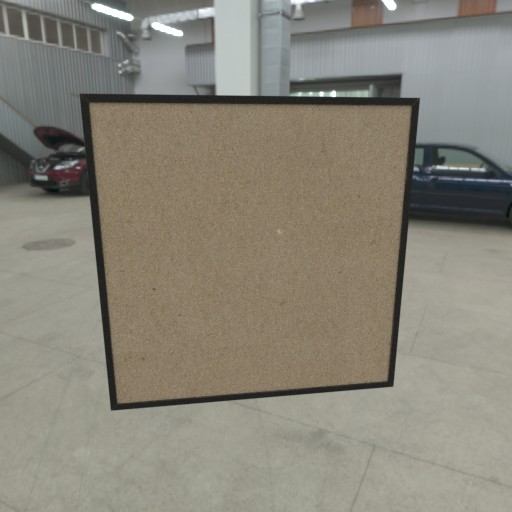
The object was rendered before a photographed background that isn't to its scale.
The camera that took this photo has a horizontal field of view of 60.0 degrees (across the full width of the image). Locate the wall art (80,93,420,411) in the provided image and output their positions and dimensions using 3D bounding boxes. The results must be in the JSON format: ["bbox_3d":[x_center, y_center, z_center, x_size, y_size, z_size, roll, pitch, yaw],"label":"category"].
[{"bbox_3d":[0.000,0.000,0.451,0.305,0.305,0.038,-2,15,-8],"label":"wall art"}]
